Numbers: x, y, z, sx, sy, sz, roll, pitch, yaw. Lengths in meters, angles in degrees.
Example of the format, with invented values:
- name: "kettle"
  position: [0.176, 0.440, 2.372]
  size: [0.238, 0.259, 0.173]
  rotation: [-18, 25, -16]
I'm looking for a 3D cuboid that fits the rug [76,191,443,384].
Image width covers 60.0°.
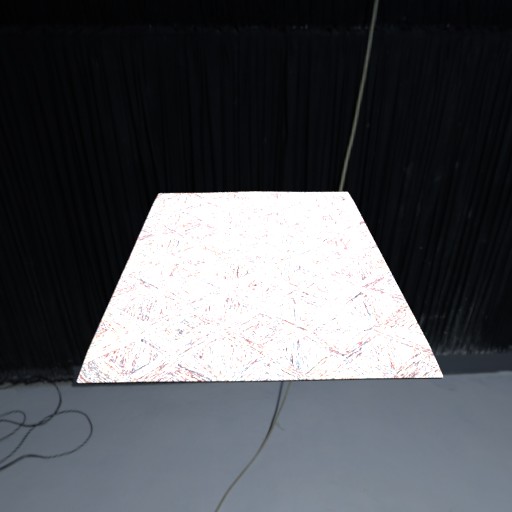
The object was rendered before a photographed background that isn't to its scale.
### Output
- name: "rug"
  position: [0.000, 0.000, 4.280]
  size: [2.436, 0.024, 3.226]
  rotation: [-1, 30, -1]
